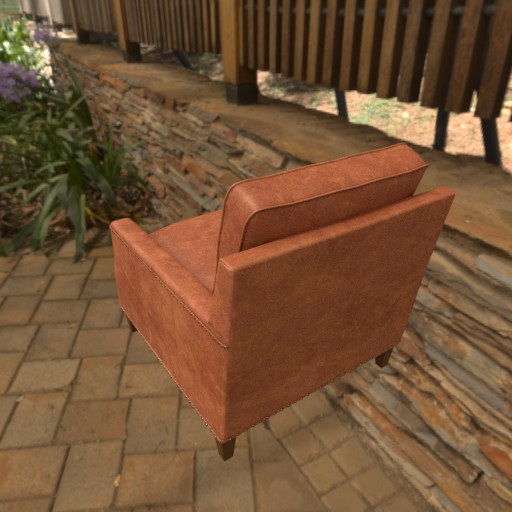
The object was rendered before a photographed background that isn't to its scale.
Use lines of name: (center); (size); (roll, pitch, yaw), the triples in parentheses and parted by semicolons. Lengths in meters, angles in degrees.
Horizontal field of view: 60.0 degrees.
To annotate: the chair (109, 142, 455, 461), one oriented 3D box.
chair: (0.000, 0.000, 1.711); (0.853, 0.943, 1.014); (-19, 34, -30)
